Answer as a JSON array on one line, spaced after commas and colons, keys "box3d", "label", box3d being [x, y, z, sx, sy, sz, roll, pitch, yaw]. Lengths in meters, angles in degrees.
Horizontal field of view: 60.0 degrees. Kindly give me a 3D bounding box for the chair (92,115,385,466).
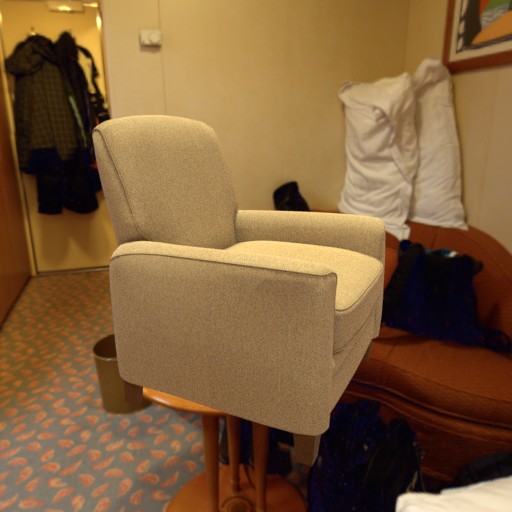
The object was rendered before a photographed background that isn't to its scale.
[{"box3d": [0.000, 0.000, 1.652, 0.864, 1.014, 0.848, 8, 17, 26], "label": "chair"}]
